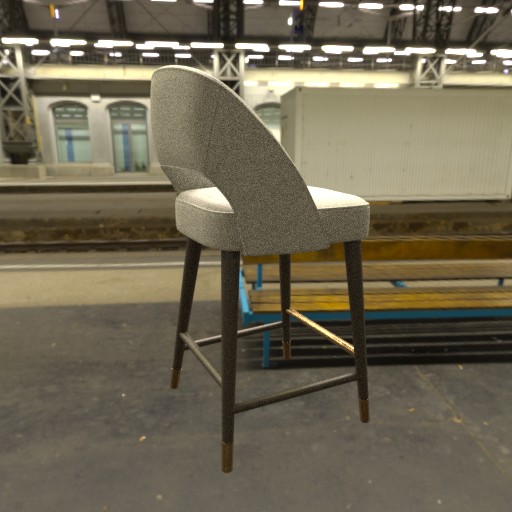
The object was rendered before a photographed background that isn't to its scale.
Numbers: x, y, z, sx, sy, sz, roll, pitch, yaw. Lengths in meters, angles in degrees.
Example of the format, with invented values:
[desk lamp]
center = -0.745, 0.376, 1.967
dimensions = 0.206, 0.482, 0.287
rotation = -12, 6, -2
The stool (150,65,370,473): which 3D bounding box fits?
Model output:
[stool]
center = 0.000, 0.000, 1.232
dimensions = 0.509, 0.940, 0.494
rotation = -7, 16, -27
